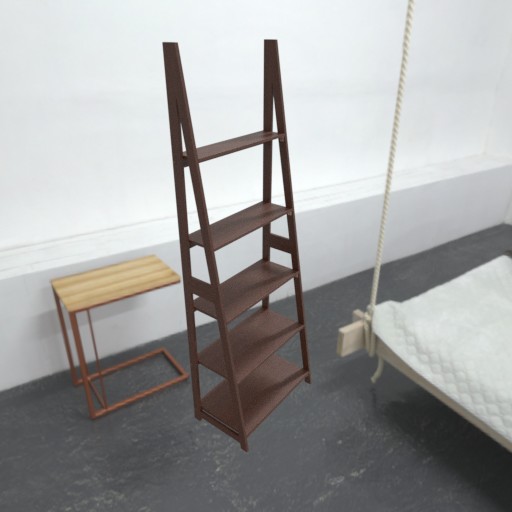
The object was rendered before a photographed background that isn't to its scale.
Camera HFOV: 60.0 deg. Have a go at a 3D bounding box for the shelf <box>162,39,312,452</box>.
[{"bbox_3d":[0.000,0.000,2.029,0.350,1.770,0.600,19,33,33],"label":"shelf"}]
